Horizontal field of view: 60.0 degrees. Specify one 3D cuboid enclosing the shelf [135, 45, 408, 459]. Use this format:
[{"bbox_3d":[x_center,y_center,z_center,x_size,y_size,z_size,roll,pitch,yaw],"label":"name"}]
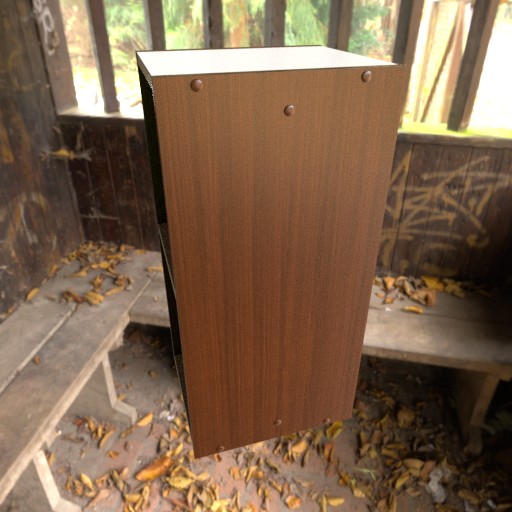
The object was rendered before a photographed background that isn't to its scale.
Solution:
[{"bbox_3d":[0.000,0.000,0.728,0.290,0.600,0.253,-9,32,-14],"label":"shelf"}]
